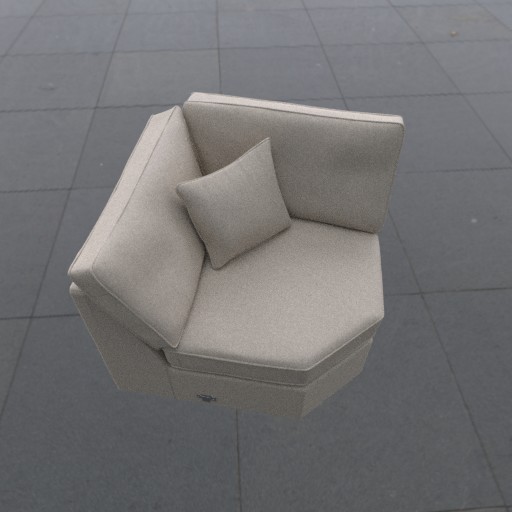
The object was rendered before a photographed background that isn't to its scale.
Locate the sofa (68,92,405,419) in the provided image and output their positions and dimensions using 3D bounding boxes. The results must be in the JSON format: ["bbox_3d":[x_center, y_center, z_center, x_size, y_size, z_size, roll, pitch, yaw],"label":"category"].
[{"bbox_3d":[0.000,0.000,1.848,1.042,0.937,1.050,8,48,7],"label":"sofa"}]
